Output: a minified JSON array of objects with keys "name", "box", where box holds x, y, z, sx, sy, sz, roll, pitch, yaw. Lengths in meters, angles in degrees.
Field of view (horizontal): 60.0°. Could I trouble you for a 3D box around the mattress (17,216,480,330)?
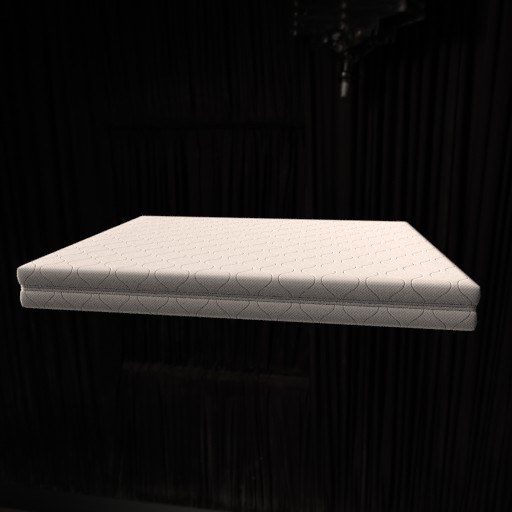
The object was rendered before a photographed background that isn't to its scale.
[{"name":"mattress","box":[0.000,0.000,2.476,1.900,0.200,1.400,2,14,7]}]
